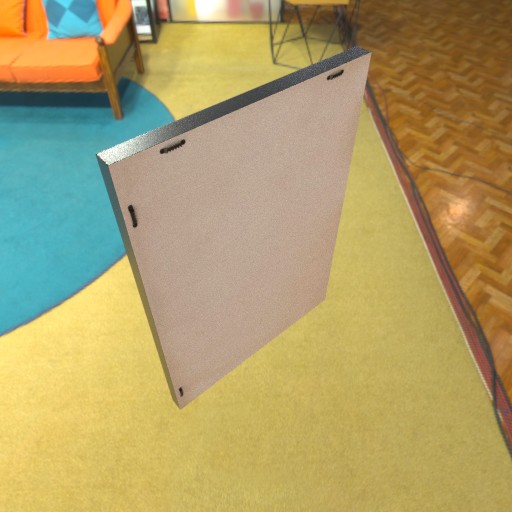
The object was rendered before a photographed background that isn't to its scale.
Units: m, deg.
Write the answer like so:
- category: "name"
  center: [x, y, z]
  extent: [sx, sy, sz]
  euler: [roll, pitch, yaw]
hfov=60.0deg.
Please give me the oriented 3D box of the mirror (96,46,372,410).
- category: "mirror"
  center: [0.000, 0.000, 0.926]
  extent: [0.507, 0.710, 0.039]
  euler: [-32, 55, -26]
